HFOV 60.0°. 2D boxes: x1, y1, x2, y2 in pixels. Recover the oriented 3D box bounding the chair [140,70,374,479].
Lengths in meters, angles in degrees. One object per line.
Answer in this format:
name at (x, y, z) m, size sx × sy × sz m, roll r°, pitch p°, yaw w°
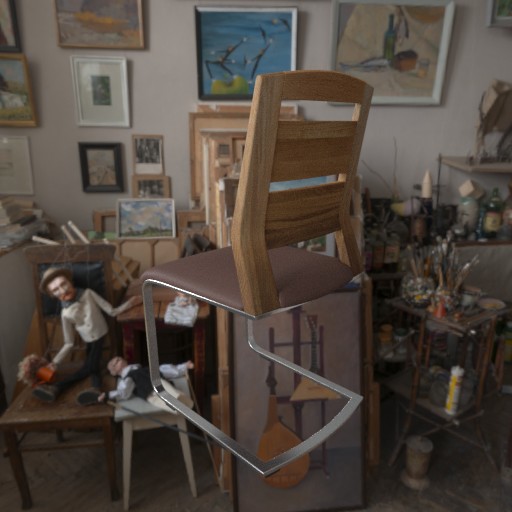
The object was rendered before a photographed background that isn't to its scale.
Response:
chair at (0.000, 0.000, 1.297) m, size 0.460 × 0.970 × 0.570 m, roll -16°, pitch 23°, yaw -42°
